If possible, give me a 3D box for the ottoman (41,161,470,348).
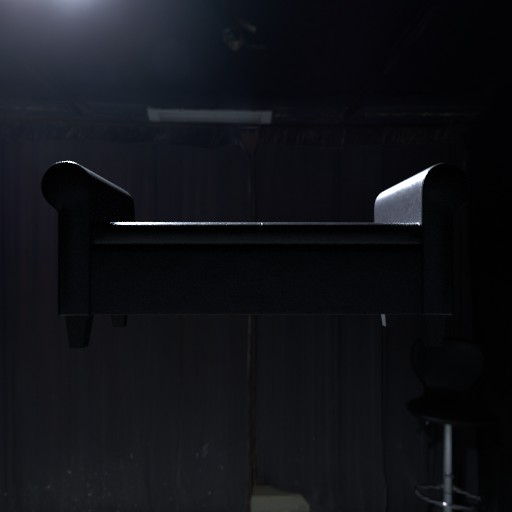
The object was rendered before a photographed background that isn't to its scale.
[{"bbox_3d":[0.000,0.000,1.542,1.256,0.547,0.521,0,-1,-1],"label":"ottoman"}]
